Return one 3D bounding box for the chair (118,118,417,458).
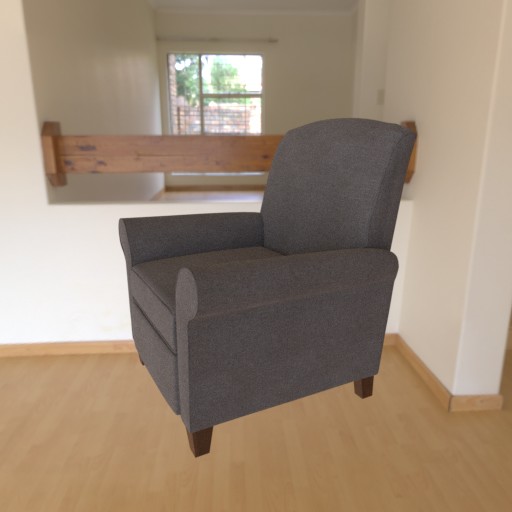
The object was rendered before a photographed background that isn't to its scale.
[{"bbox_3d":[0.000,0.000,1.765,0.905,1.061,0.978,-8,17,-27],"label":"chair"}]
